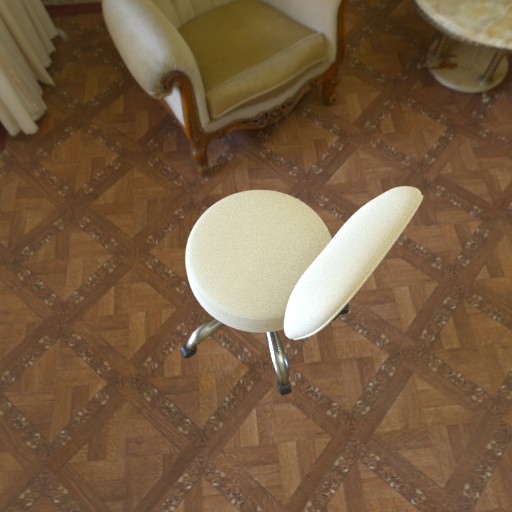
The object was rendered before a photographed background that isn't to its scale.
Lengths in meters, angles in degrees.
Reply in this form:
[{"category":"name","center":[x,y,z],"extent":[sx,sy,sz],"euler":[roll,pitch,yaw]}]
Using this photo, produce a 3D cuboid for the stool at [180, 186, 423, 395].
[{"category":"stool","center":[0.000,0.000,1.252],"extent":[0.616,0.810,0.609],"euler":[35,68,16]}]
